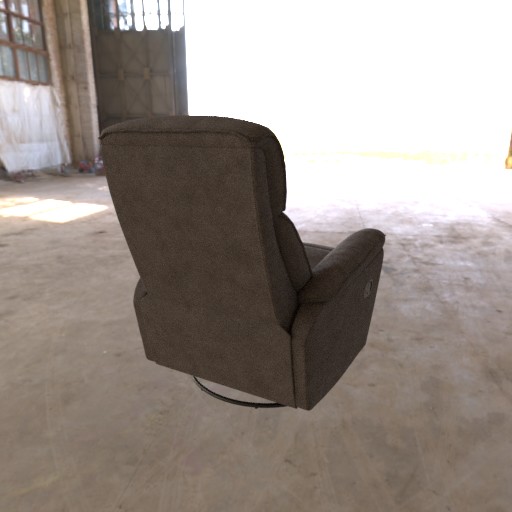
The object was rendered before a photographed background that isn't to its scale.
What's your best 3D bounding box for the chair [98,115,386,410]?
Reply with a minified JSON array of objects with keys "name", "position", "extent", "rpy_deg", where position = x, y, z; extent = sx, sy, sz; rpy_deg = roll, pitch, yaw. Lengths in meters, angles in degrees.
[{"name":"chair","position":[0.000,0.000,1.749],"extent":[0.830,1.036,1.009],"rpy_deg":[9,18,28]}]
